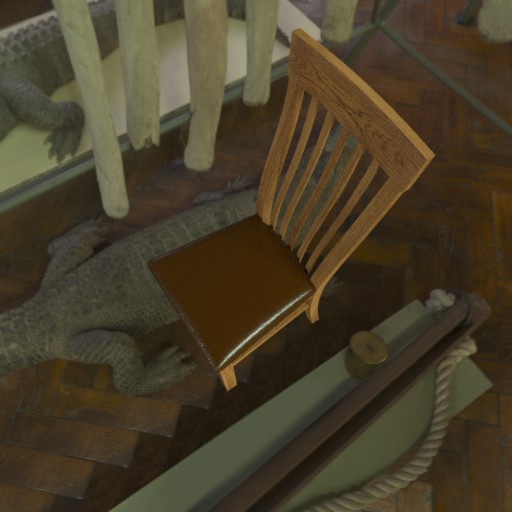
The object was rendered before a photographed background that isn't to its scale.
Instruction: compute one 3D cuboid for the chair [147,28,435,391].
[{"bbox_3d":[0.000,0.000,1.362,0.580,1.050,0.450,-31,68,-14],"label":"chair"}]
